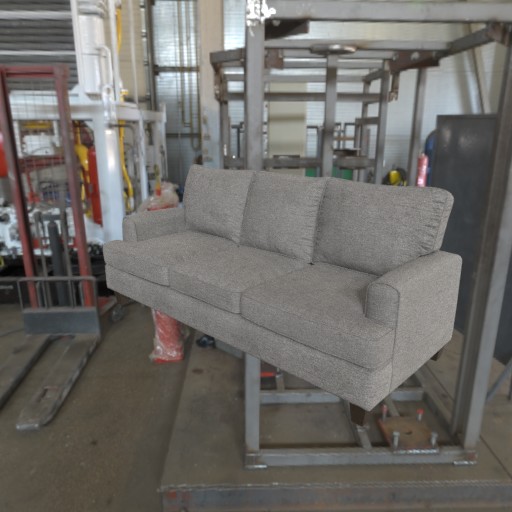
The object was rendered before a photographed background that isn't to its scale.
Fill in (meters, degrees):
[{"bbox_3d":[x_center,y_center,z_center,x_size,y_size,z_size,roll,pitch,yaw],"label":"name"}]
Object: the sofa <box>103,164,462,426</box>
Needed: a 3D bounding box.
[{"bbox_3d":[0.000,0.000,2.738,2.158,0.965,0.951,15,22,41],"label":"sofa"}]
